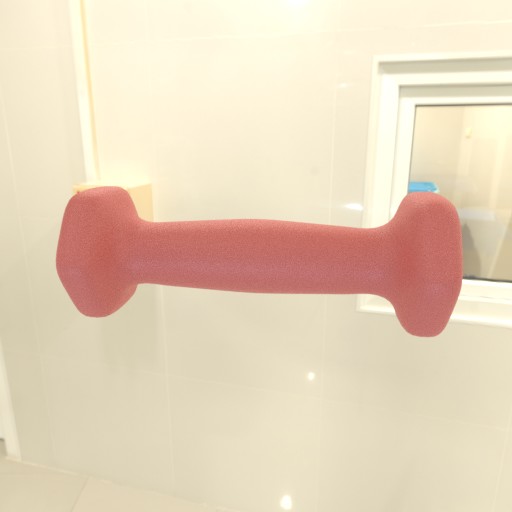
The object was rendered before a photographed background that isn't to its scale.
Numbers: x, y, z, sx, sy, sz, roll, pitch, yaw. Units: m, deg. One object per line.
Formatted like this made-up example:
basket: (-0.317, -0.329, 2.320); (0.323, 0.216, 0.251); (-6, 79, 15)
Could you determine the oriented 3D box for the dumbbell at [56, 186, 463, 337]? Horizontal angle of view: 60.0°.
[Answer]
dumbbell: (0.000, 0.000, 0.147); (0.123, 0.043, 0.047); (2, 16, 8)
